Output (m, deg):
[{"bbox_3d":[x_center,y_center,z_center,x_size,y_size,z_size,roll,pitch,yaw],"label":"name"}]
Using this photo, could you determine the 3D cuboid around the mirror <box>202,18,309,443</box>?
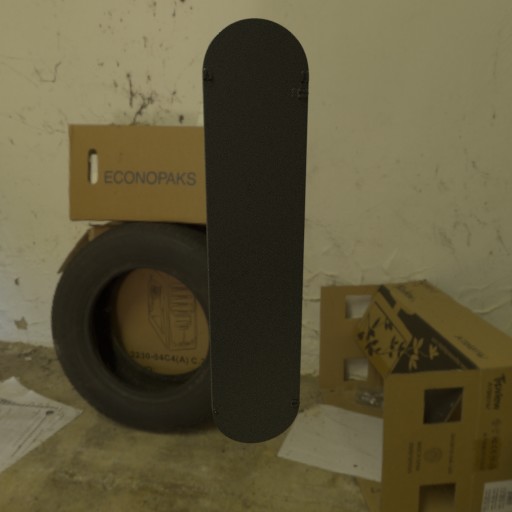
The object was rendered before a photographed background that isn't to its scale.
[{"bbox_3d":[0.000,0.000,1.025,0.222,0.991,0.032,-3,15,-10],"label":"mirror"}]
